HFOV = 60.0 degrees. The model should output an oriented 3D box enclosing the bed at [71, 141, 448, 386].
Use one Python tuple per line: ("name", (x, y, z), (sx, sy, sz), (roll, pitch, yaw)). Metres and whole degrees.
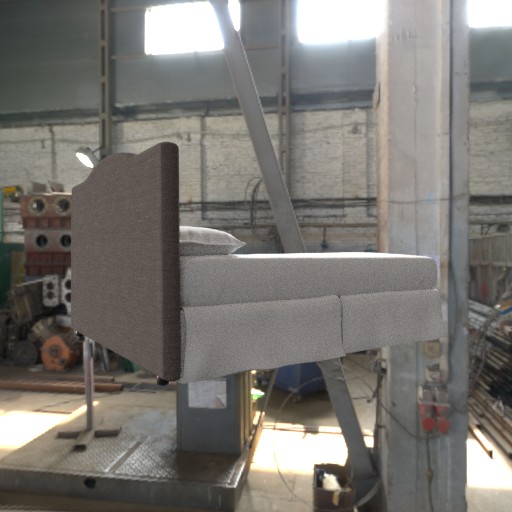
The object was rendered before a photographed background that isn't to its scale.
("bed", (0.000, 0.000, 3.996), (2.689, 1.457, 2.161), (0, 0, -36))
